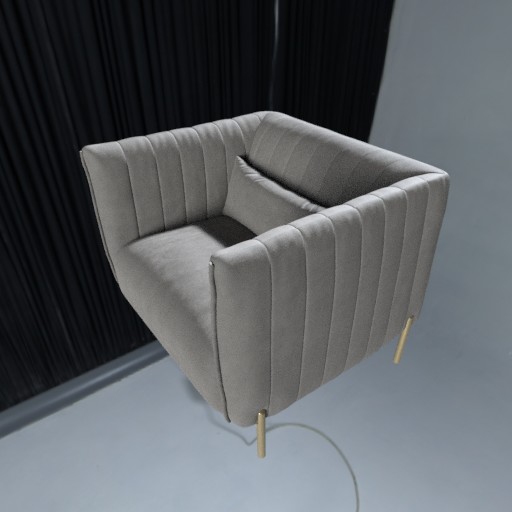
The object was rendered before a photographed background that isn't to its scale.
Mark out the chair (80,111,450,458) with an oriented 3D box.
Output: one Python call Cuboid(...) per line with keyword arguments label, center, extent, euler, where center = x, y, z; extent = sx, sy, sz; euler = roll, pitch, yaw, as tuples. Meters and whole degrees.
Cuboid(label="chair", center=(0.000, 0.000, 1.644), extent=(0.873, 0.779, 0.981), euler=(-21, 38, -30))
